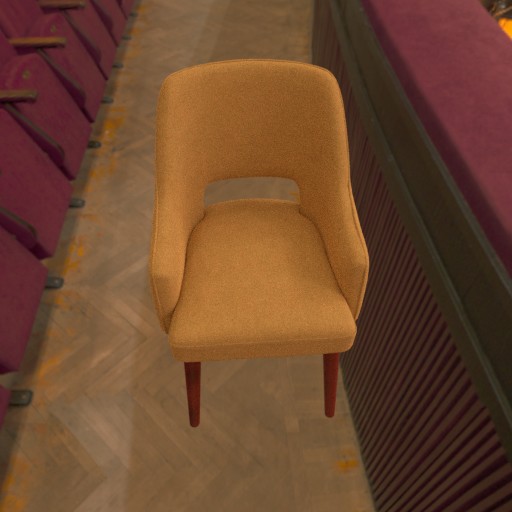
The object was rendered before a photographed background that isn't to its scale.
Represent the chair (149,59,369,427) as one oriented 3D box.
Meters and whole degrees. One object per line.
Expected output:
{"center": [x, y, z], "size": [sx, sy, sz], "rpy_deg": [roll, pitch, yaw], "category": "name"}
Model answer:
{"center": [0.000, 0.000, 1.243], "size": [0.548, 0.849, 0.605], "rpy_deg": [-3, 48, -3], "category": "chair"}
